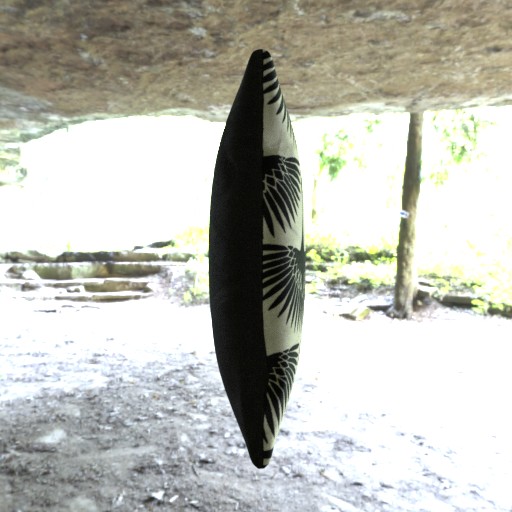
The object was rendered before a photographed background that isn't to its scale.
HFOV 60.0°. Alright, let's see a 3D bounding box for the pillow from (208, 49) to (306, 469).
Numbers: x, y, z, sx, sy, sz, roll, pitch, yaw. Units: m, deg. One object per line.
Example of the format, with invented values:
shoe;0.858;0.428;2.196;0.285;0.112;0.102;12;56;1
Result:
pillow;0.000;0.000;0.665;0.139;0.432;0.432;0;1;-1
